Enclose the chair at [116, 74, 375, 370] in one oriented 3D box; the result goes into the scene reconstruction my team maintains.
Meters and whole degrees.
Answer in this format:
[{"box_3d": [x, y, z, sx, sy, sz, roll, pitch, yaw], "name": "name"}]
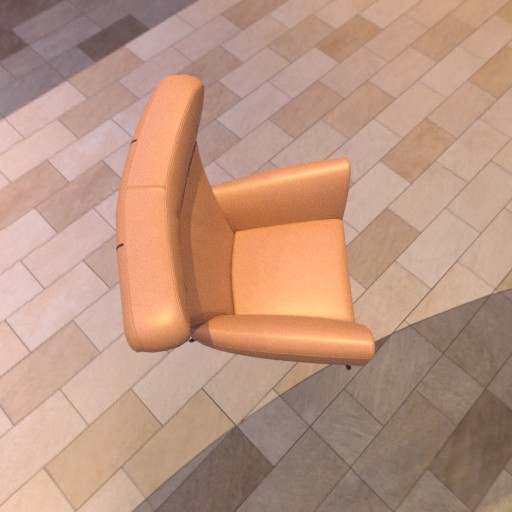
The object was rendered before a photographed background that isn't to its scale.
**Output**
[{"box_3d": [0.000, 0.000, 1.799, 0.900, 1.050, 0.980, -1, 64, 0], "name": "chair"}]
